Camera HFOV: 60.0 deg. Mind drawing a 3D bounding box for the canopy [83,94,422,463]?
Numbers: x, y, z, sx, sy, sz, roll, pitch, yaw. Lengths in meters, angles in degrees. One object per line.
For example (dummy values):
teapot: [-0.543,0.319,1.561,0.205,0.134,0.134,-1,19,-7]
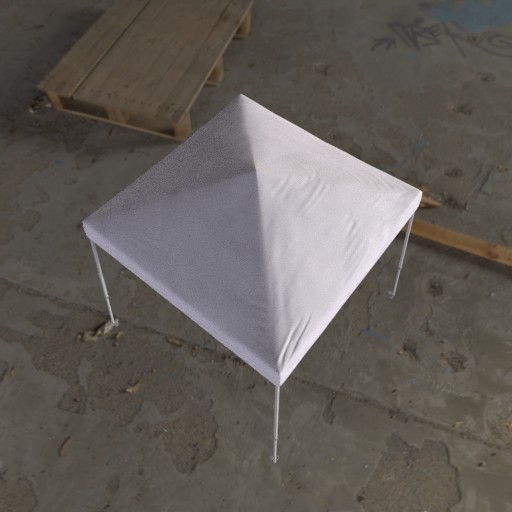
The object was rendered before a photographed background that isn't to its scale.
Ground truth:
canopy: [0.000,0.000,5.060,2.849,2.850,2.850,34,64,19]
